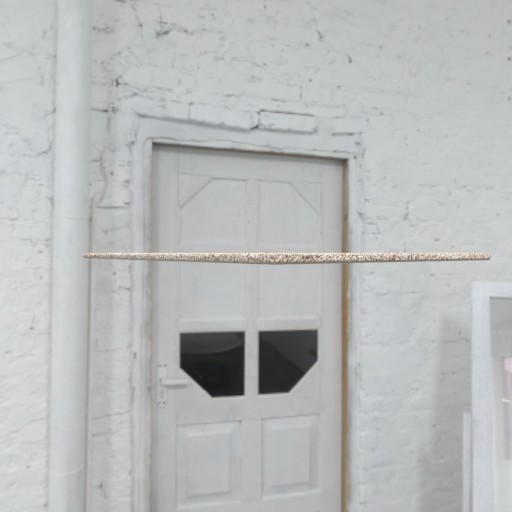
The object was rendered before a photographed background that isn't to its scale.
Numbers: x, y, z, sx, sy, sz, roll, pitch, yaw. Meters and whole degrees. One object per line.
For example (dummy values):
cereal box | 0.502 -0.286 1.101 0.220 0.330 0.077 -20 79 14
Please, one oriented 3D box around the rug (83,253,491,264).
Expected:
rug | 0.000 0.000 2.258 1.219 0.030 1.778 0 1 -37
